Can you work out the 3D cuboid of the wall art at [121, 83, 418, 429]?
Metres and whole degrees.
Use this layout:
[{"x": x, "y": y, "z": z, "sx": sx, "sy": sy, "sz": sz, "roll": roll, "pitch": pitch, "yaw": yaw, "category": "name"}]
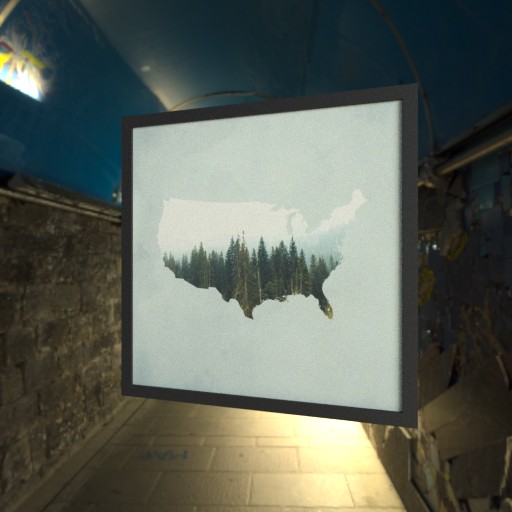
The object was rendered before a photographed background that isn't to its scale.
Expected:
[{"x": 0.000, "y": 0.000, "z": 1.113, "sx": 0.763, "sy": 0.763, "sz": 0.038, "roll": 0, "pitch": 0, "yaw": 18, "category": "wall art"}]
